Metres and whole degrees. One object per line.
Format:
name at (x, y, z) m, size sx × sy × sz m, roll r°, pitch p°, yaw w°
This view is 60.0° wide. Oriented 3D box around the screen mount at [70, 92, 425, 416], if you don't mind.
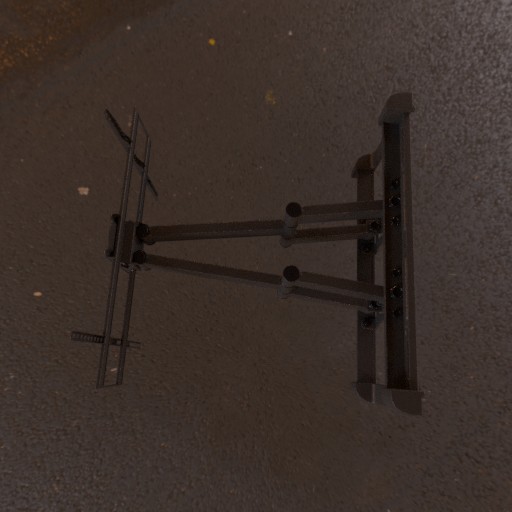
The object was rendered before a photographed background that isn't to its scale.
screen mount at (0.000, 0.000, 1.075) m, size 0.644 × 0.491 × 0.661 m, roll 3°, pitch 76°, yaw 1°
